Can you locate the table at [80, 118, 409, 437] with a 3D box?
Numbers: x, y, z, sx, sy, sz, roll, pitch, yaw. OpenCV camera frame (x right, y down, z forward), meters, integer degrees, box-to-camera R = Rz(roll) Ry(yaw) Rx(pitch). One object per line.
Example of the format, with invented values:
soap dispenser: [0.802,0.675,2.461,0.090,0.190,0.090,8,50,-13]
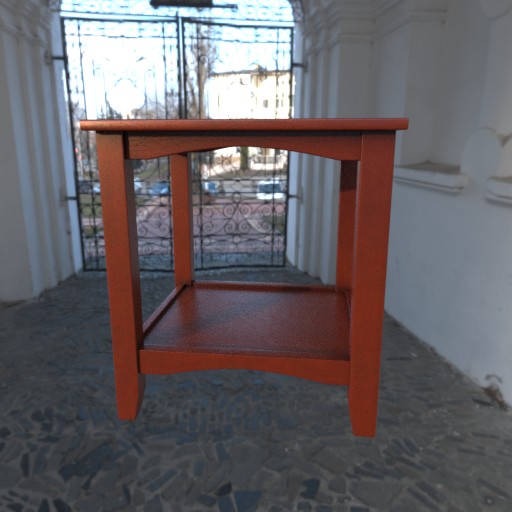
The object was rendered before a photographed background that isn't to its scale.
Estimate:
table: [0.000,0.000,0.979,0.523,0.558,0.522,2,15,9]
